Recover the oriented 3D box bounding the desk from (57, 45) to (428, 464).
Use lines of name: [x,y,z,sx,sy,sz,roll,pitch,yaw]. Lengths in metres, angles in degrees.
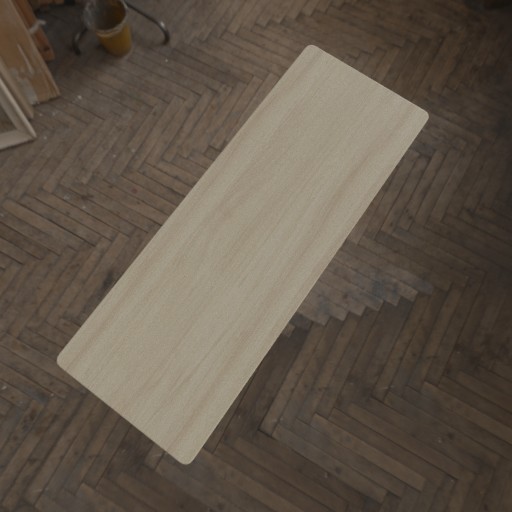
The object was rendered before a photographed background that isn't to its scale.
desk: [0.000,0.000,1.917,0.550,0.755,1.500,35,78,8]
